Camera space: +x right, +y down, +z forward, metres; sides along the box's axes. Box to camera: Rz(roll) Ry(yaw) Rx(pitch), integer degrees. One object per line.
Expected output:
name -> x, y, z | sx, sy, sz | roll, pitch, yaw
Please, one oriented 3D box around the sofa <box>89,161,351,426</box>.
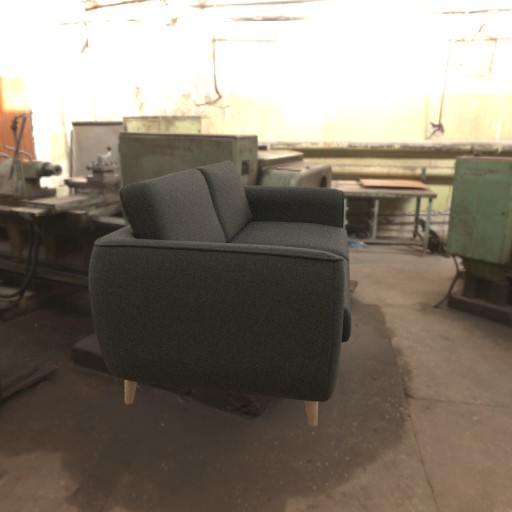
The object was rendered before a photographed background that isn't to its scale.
sofa -> 0.000, 0.000, 2.204 | 0.920, 0.850, 1.700 | 3, 16, 10
